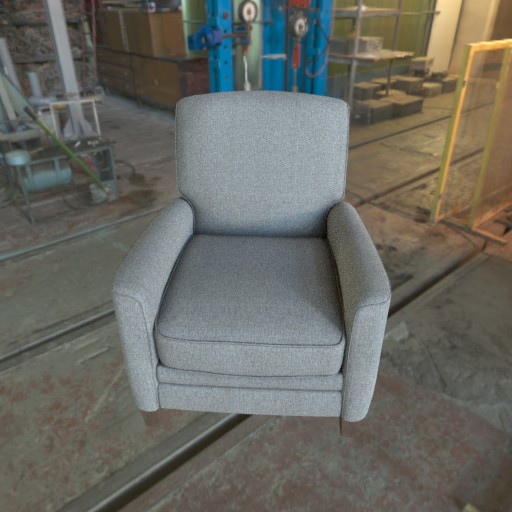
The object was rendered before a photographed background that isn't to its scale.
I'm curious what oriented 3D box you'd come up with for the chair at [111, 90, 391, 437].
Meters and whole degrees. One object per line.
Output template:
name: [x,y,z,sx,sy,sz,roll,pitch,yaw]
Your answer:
chair: [0.000,0.000,1.632,0.848,1.014,0.864,2,31,3]
